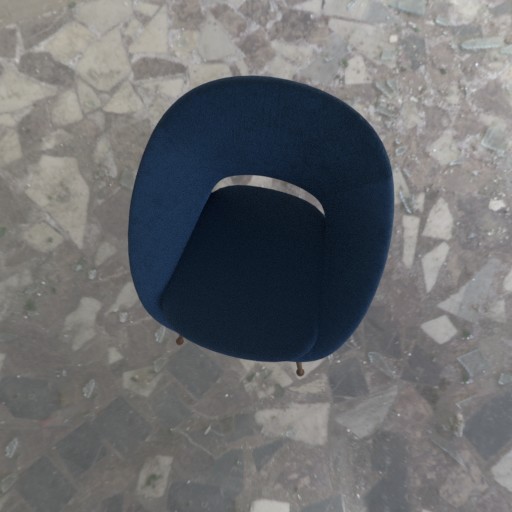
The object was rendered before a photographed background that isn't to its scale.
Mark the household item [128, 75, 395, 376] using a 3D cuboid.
[{"bbox_3d":[0.000,0.000,1.257,0.623,0.852,0.573,14,75,4],"label":"household item"}]
